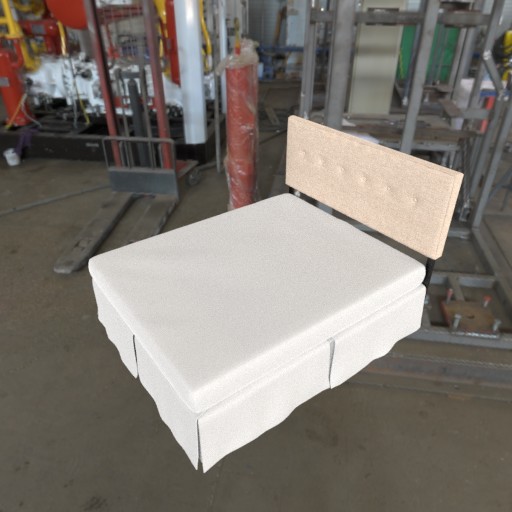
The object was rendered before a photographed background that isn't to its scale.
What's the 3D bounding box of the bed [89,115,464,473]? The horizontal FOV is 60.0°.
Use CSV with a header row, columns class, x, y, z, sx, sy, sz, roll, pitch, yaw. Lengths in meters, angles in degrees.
class,x,y,z,sx,sy,sz,roll,pitch,yaw
bed,0.000,0.000,3.078,1.978,1.270,1.643,-22,39,-30
